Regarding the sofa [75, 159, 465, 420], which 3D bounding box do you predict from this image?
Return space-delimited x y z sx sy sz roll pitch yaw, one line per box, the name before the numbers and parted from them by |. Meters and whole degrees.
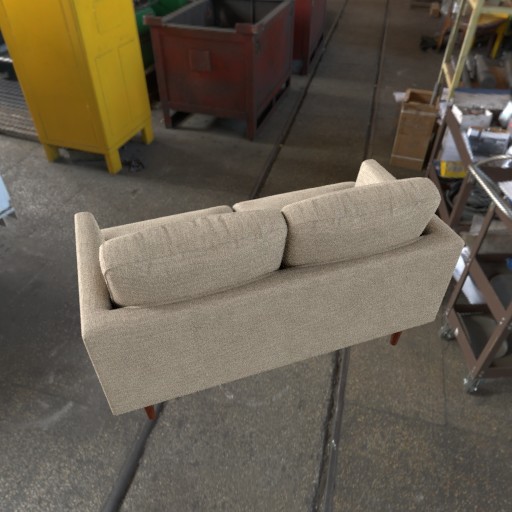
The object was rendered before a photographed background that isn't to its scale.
sofa | 0.000 0.000 2.121 1.582 0.944 0.903 -13 43 -14
